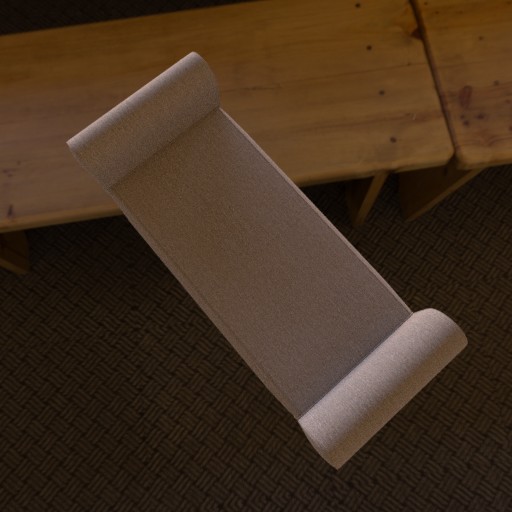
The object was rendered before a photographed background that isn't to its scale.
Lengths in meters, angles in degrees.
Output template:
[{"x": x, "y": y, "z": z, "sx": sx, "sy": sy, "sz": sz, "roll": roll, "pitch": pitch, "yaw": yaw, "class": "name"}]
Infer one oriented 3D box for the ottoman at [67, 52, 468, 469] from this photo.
[{"x": 0.000, "y": 0.000, "z": 1.541, "sx": 0.521, "sy": 0.547, "sz": 1.256, "roll": -40, "pitch": 80, "yaw": -9, "class": "ottoman"}]
